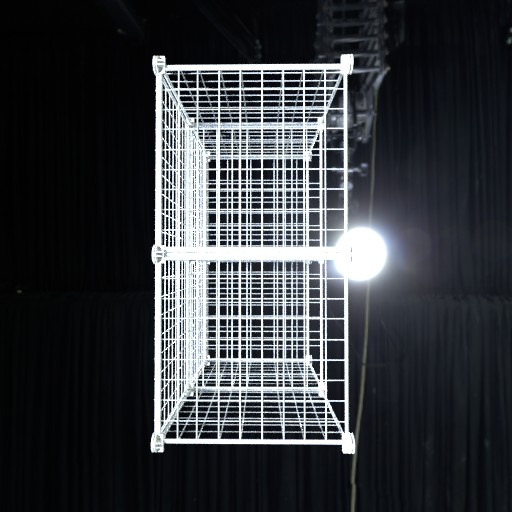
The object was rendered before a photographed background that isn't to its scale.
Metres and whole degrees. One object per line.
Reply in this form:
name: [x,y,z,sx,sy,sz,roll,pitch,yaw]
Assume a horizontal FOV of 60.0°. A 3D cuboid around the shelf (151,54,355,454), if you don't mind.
shelf: [0.000,0.000,1.134,0.356,0.711,0.711,0,-1,1]
